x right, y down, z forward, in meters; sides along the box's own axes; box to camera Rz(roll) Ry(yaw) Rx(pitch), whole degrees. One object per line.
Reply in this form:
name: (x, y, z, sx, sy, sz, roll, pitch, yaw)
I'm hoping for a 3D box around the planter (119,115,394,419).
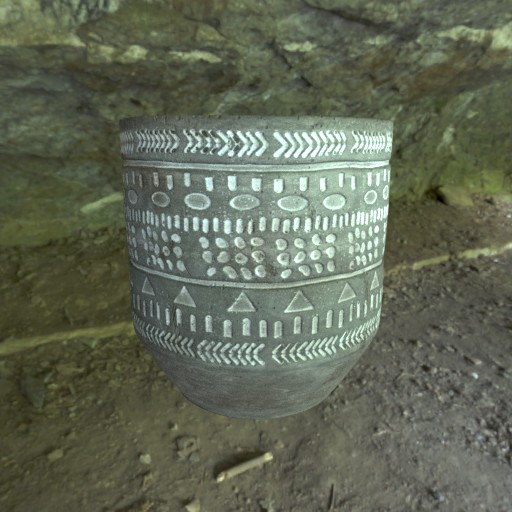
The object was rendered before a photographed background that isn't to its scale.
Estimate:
planter: (0.000, 0.000, 0.255, 0.142, 0.149, 0.142, 0, 15, 0)
